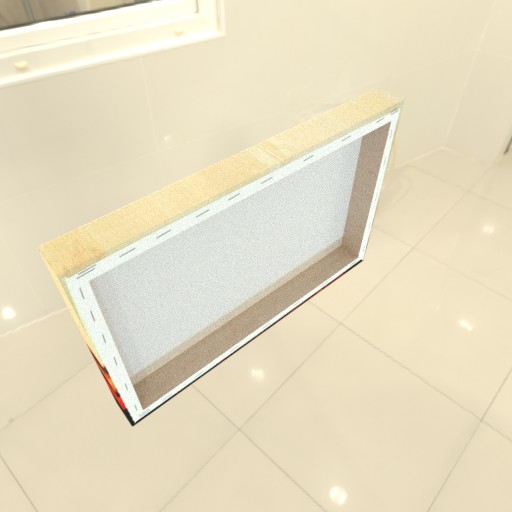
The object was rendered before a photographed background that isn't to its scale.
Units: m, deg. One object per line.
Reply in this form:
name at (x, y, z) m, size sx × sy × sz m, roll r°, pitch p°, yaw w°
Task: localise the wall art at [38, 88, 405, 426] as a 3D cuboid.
wall art at (0.000, 0.000, 0.485) m, size 0.383 × 0.251 × 0.037 m, roll -32°, pitch 54°, yaw -26°
